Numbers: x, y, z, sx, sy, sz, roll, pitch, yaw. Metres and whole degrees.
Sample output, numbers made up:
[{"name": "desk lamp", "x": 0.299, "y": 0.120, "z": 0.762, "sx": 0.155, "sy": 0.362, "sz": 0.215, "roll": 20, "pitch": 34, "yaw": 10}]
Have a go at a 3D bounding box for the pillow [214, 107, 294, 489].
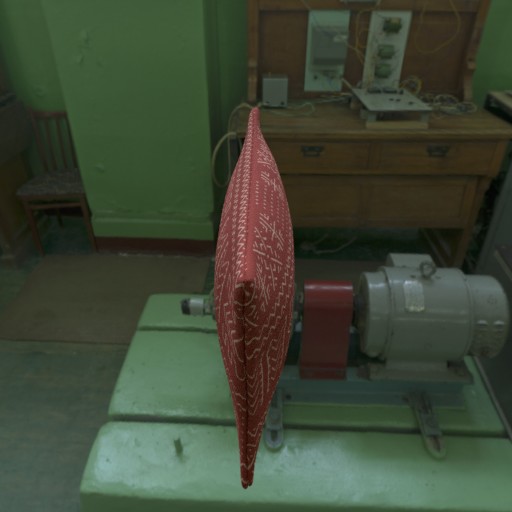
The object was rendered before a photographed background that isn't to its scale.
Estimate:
[{"name": "pillow", "x": 0.000, "y": 0.000, "z": 0.778, "sx": 0.130, "sy": 0.352, "sz": 0.640, "roll": 0, "pitch": 33, "yaw": 1}]
